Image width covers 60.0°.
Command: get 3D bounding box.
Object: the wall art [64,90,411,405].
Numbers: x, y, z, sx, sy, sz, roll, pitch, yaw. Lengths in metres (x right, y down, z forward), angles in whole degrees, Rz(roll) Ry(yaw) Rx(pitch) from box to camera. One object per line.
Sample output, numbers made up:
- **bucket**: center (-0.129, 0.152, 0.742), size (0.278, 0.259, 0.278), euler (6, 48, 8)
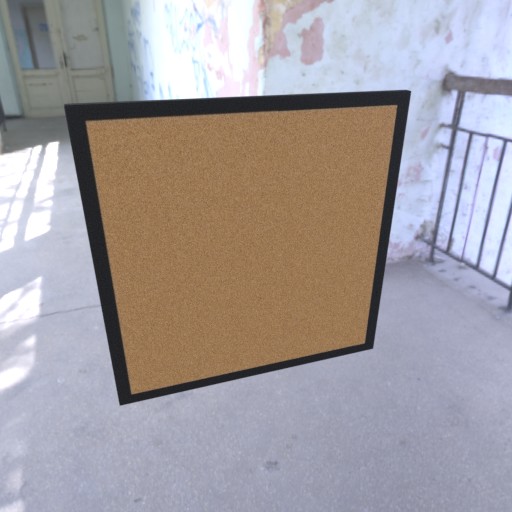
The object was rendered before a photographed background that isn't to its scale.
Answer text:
- **wall art**: center (0.000, 0.000, 0.965), size (0.663, 0.659, 0.016), euler (-8, 28, -16)
